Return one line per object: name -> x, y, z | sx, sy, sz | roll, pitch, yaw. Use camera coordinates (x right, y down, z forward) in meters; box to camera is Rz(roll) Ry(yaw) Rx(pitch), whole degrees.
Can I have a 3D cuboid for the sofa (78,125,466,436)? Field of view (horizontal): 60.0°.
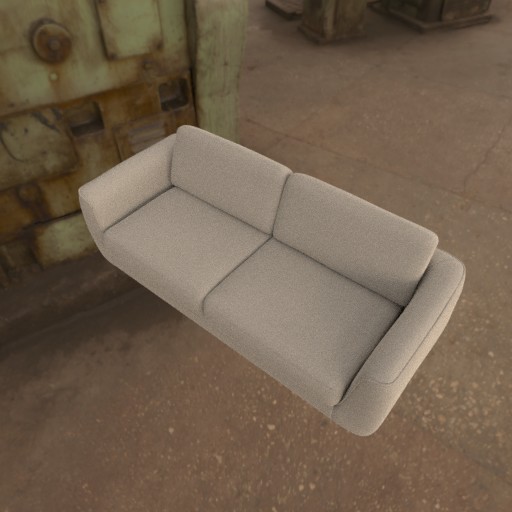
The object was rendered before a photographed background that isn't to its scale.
sofa -> 0.000, 0.000, 2.449 | 2.000, 0.850, 0.920 | 30, 52, 26
